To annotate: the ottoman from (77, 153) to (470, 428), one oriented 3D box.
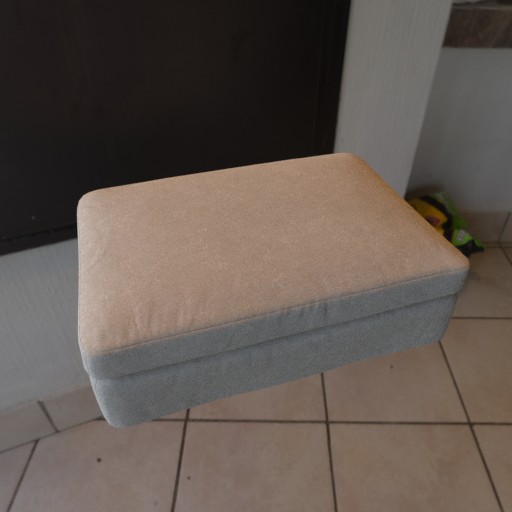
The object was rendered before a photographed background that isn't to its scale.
[{"bbox_3d":[0.000,0.000,1.613,1.199,0.429,0.840,-11,41,-13],"label":"ottoman"}]
